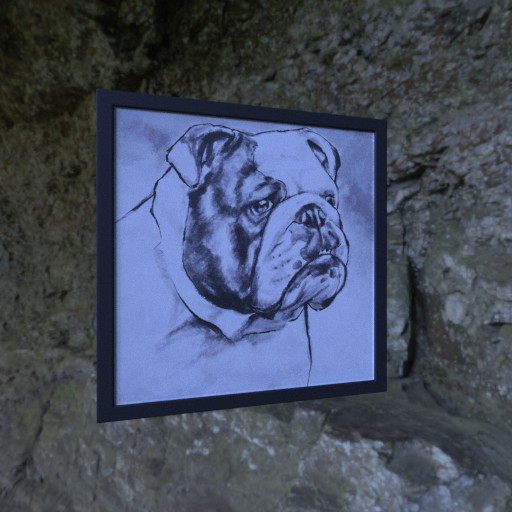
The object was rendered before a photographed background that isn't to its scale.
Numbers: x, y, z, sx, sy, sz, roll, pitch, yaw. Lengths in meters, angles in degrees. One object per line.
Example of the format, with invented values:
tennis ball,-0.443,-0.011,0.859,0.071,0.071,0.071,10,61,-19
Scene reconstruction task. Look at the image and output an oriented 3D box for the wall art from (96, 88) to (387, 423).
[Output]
wall art,0.000,0.000,0.830,0.562,0.558,0.012,0,0,-18
